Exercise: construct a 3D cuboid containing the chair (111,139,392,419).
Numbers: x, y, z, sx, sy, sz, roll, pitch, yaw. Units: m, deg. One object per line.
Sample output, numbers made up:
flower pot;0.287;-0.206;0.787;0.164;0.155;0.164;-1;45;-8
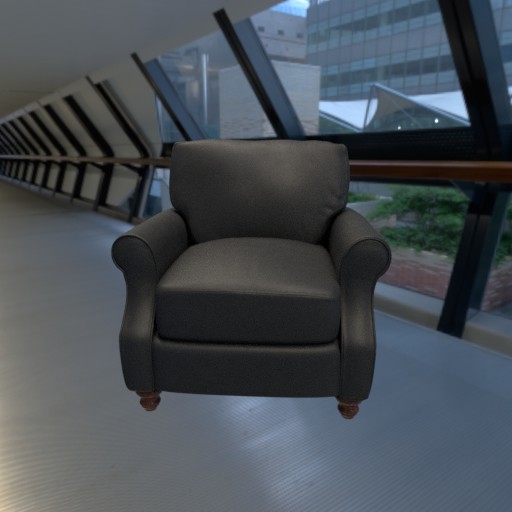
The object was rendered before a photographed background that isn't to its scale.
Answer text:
chair;0.000;0.000;1.869;1.015;0.960;1.027;2;14;9
